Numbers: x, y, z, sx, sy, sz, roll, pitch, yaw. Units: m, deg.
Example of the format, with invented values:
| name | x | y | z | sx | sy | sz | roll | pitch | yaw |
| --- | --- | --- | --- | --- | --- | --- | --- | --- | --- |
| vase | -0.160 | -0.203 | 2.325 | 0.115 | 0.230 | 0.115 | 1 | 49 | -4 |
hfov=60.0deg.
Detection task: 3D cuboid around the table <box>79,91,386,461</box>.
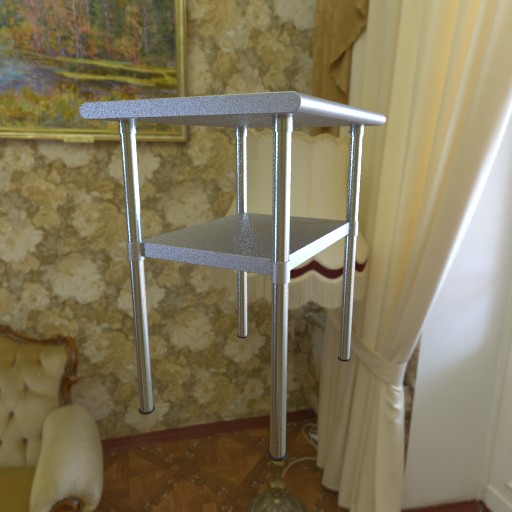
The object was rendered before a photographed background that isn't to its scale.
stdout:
| name | x | y | z | sx | sy | sz | roll | pitch | yaw |
| --- | --- | --- | --- | --- | --- | --- | --- | --- | --- |
| table | 0.000 | 0.000 | 1.390 | 0.584 | 0.876 | 0.762 | 7 | 16 | 26 |
